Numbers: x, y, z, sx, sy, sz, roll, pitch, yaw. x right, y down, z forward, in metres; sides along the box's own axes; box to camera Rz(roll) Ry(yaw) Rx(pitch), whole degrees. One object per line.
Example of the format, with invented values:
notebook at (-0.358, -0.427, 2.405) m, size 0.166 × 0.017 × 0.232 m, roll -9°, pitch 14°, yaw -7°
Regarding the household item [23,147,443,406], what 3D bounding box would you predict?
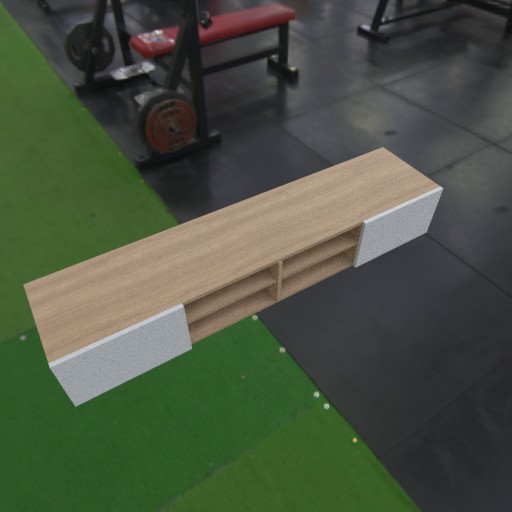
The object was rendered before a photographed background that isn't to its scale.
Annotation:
household item at (0.000, 0.000, 2.033) m, size 1.850 × 0.310 × 0.420 m, roll -24°, pitch 51°, yaw -21°
